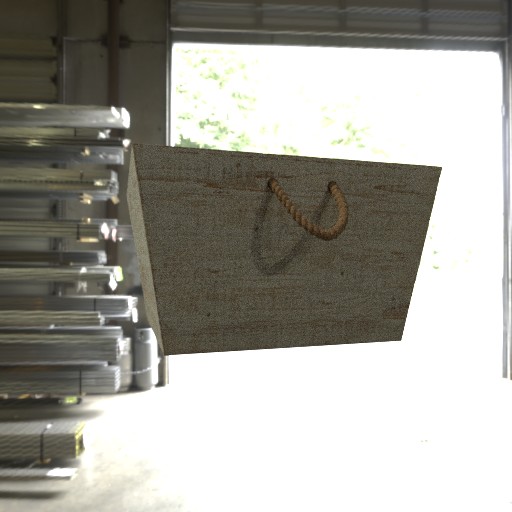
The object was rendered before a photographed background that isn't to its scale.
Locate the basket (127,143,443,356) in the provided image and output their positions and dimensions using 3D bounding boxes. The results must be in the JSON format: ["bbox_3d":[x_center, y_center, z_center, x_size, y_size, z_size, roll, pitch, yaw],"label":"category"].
[{"bbox_3d":[0.000,0.000,0.746,0.413,0.247,0.545,0,-1,-17],"label":"basket"}]
